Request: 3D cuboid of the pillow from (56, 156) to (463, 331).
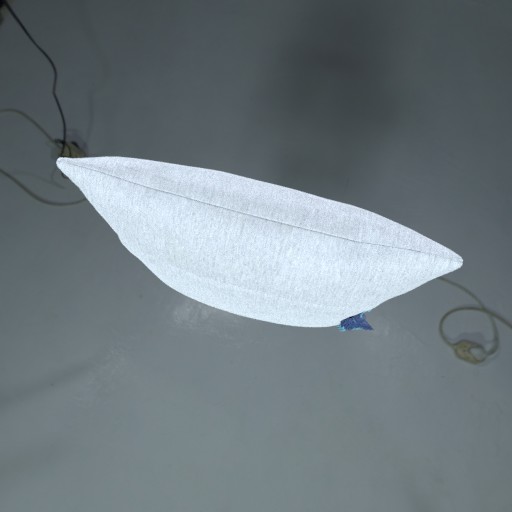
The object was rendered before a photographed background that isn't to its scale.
[{"bbox_3d":[0.000,0.000,0.666,0.433,0.436,0.173,14,75,4],"label":"pillow"}]
